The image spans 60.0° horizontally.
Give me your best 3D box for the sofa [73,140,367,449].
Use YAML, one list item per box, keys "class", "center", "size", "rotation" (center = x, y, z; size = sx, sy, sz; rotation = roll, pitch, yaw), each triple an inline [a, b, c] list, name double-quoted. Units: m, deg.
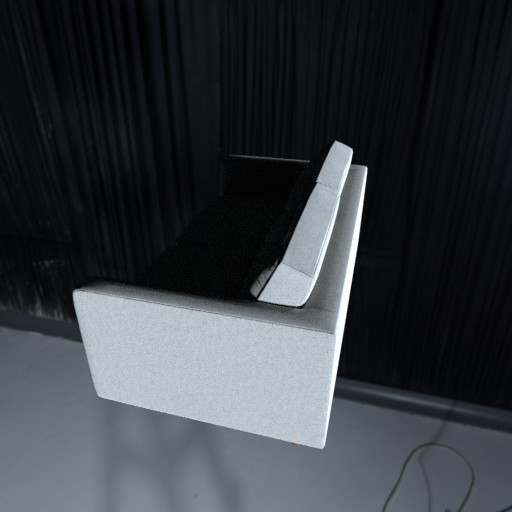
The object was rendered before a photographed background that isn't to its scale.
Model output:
- class: "sofa"
  center: [0.000, 0.000, 2.345]
  size: [1.000, 0.900, 1.731]
  rotation: [8, 30, 13]
